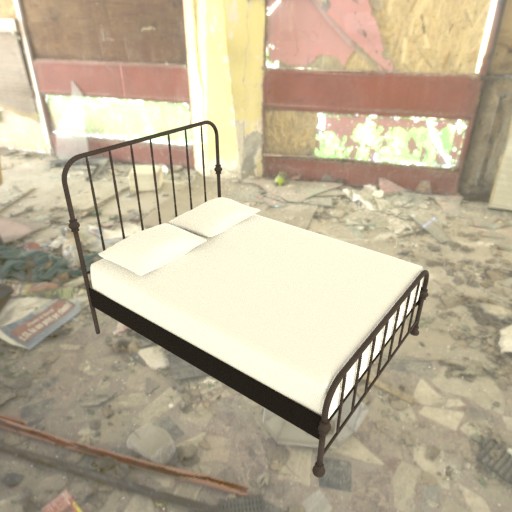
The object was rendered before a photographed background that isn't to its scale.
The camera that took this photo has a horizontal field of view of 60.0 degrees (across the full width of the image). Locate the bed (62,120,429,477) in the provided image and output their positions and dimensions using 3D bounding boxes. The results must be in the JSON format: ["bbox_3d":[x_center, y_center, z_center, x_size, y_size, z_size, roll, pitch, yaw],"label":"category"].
[{"bbox_3d":[0.000,0.000,3.247,2.134,1.446,1.616,20,35,32],"label":"bed"}]
